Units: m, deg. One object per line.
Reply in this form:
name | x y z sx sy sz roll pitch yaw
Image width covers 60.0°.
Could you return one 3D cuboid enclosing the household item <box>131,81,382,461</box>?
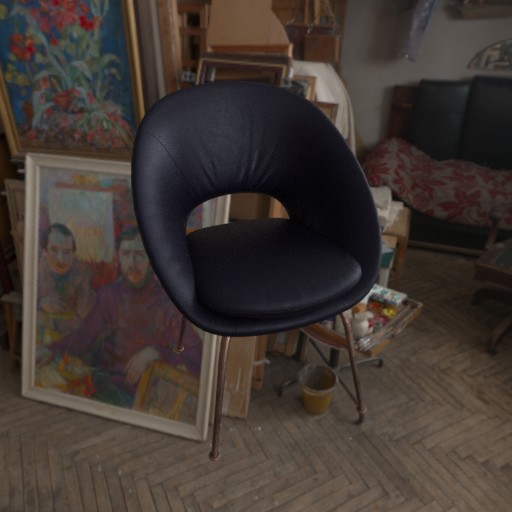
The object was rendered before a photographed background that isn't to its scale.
household item | 0.000 0.000 1.245 0.623 0.852 0.573 -10 31 -18
